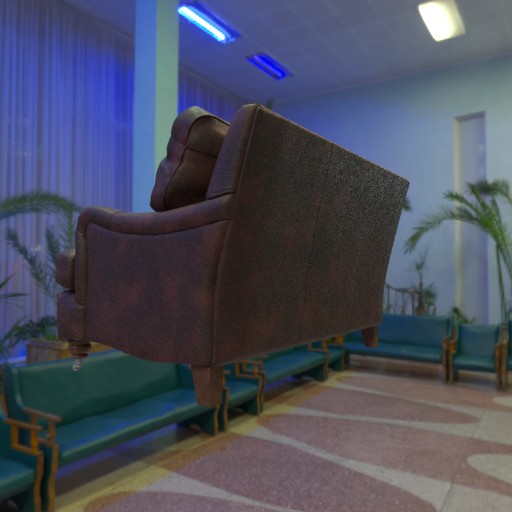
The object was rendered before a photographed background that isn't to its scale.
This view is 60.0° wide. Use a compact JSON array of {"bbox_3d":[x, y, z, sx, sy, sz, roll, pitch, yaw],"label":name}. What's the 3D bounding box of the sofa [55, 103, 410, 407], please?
[{"bbox_3d":[0.000,0.000,2.315,1.148,1.070,1.628,-1,-2,37],"label":"sofa"}]
